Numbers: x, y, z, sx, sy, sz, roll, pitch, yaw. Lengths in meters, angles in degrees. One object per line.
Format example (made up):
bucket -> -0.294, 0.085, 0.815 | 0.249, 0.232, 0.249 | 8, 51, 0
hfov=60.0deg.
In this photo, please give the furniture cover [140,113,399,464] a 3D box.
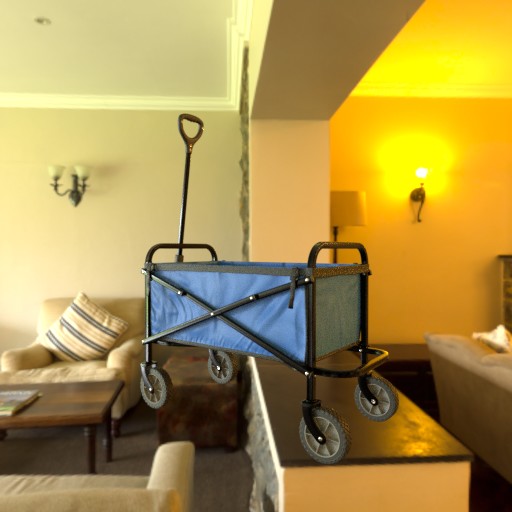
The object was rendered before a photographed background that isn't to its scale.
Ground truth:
furniture cover -> 0.000, 0.000, 1.834 | 1.038, 1.295, 0.532 | 1, 1, 37
